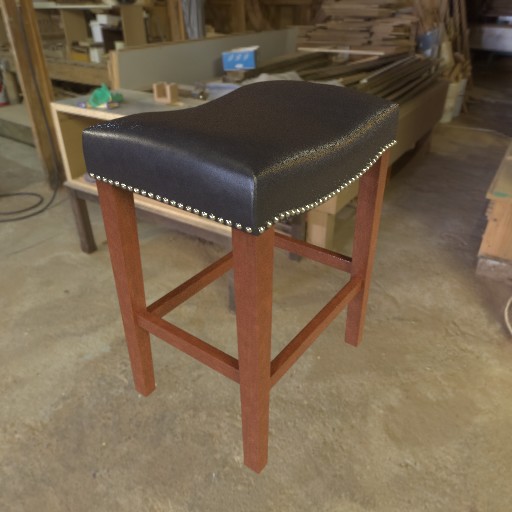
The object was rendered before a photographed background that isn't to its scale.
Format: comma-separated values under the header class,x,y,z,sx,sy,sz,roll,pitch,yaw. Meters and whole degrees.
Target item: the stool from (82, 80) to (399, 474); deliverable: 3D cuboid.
class,x,y,z,sx,sy,sz,roll,pitch,yaw
stool,0.000,0.000,0.964,0.372,0.654,0.504,21,37,30
